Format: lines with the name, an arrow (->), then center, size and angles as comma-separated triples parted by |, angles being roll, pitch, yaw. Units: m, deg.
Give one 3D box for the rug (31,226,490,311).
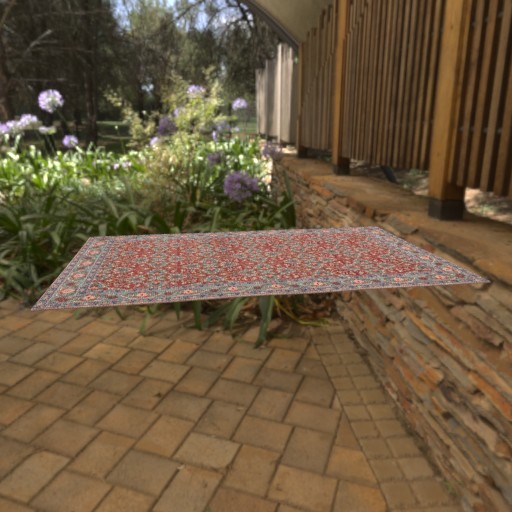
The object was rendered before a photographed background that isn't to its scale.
rug -> 0.000, 0.000, 3.032 | 2.439, 0.011, 1.533 | -3, 16, -9
